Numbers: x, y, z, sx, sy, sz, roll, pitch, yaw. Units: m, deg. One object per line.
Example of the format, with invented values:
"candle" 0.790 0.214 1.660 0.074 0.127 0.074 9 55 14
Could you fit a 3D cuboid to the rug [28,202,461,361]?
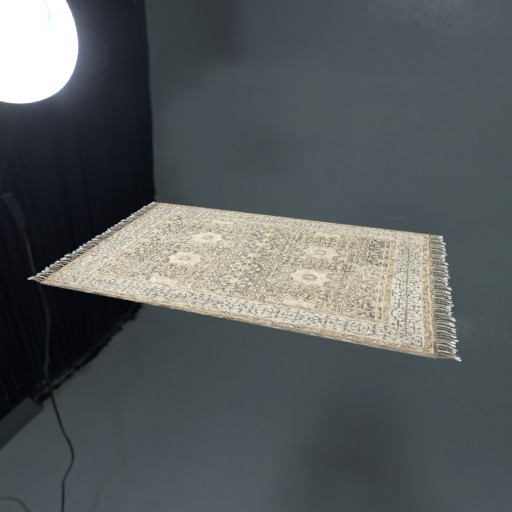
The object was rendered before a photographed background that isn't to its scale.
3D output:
"rug" 0.000 0.000 2.472 2.029 0.010 1.237 8 28 16
